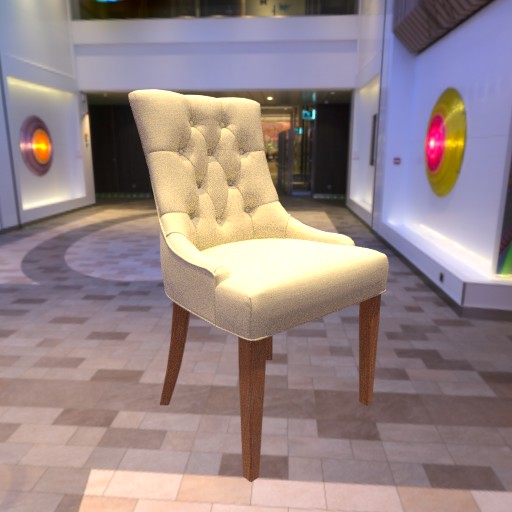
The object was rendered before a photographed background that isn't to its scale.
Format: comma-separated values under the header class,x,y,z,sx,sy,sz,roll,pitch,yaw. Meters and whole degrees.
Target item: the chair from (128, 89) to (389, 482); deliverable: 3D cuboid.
class,x,y,z,sx,sy,sz,roll,pitch,yaw
chair,0.000,0.000,1.211,0.509,0.874,0.565,-12,18,-41
